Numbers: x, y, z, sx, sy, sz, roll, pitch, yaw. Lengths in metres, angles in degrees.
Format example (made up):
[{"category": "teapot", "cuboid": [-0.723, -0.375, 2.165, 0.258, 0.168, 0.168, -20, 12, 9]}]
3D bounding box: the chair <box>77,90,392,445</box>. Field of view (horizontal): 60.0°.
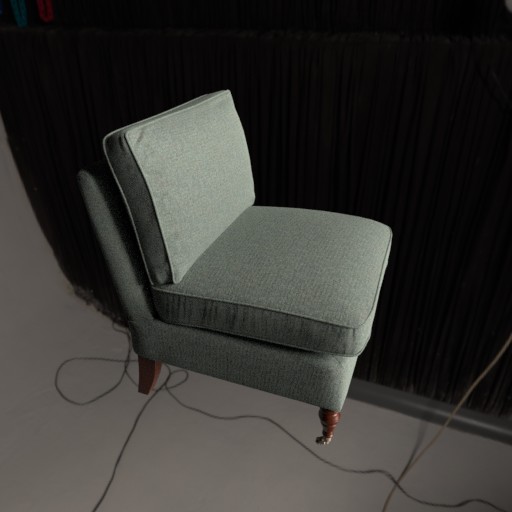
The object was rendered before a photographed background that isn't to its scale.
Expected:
[{"category": "chair", "cuboid": [0.000, 0.000, 1.424, 0.796, 0.901, 0.624, 11, 32, 18]}]
